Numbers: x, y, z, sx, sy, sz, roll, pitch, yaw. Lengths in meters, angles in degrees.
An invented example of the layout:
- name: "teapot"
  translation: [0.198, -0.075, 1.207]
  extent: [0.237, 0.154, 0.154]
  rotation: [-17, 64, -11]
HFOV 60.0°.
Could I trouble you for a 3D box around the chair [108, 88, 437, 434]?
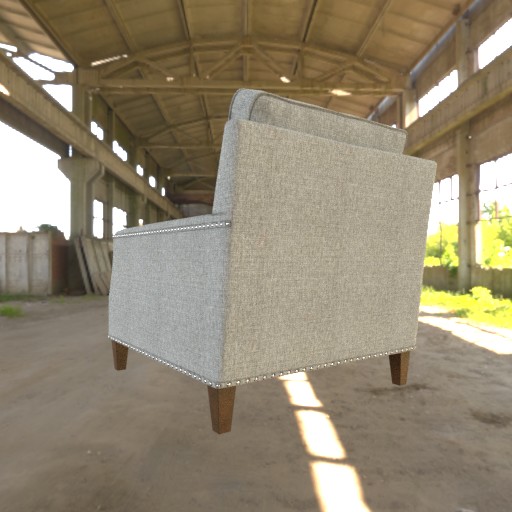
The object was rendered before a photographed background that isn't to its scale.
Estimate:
- name: "chair"
  translation: [0.000, 0.000, 1.715]
  extent: [0.853, 0.943, 1.014]
  rotation: [0, 0, -36]
